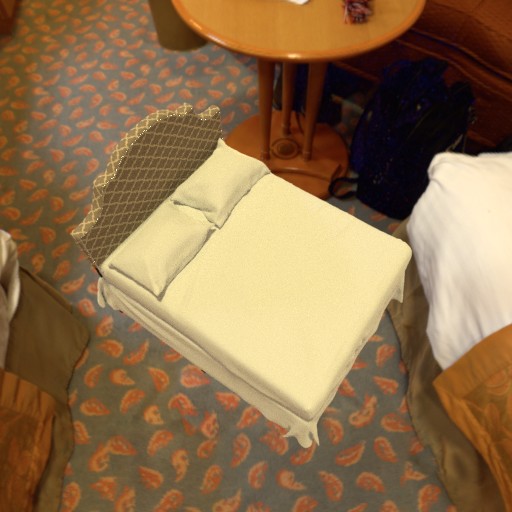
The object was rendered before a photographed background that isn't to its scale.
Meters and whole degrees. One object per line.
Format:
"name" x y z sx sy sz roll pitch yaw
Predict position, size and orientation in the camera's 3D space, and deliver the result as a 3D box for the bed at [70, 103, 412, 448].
"bed" 0.000 0.000 3.410 2.222 1.633 1.780 31 64 17
